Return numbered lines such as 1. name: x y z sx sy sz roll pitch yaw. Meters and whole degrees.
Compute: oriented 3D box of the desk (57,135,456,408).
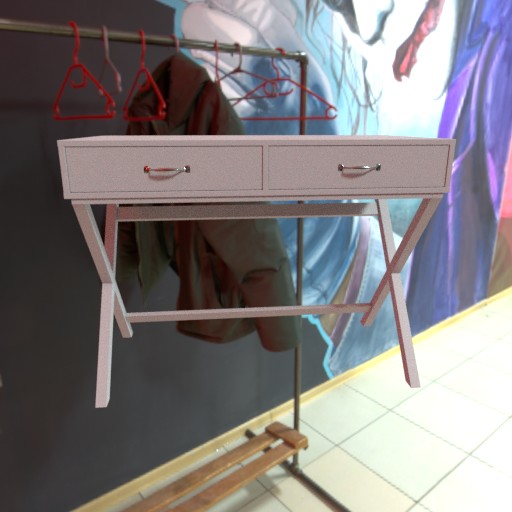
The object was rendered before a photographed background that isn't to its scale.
1. desk: 0.000 0.000 1.508 1.057 0.780 0.525 -2 17 -6
